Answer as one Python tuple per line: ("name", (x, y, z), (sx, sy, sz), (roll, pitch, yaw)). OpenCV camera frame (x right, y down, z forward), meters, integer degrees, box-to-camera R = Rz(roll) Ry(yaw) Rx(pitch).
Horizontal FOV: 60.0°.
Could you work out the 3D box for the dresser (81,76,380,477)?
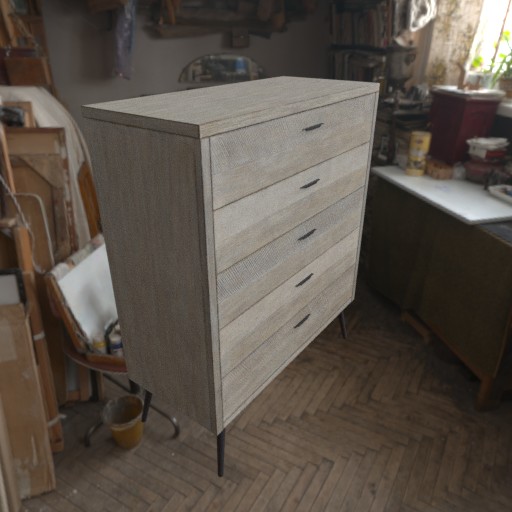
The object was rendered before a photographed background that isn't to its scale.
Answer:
("dresser", (0.000, 0.000, 1.749), (0.457, 1.219, 1.016), (19, 33, 32))
